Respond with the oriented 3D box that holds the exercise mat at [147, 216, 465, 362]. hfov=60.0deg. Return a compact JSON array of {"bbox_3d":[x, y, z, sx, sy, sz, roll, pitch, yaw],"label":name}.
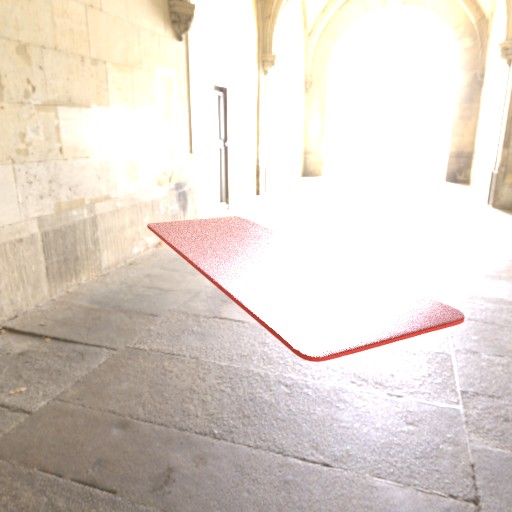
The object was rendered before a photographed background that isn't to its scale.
[{"bbox_3d":[0.000,0.000,2.068,0.616,0.021,1.869,-8,18,-25],"label":"exercise mat"}]
